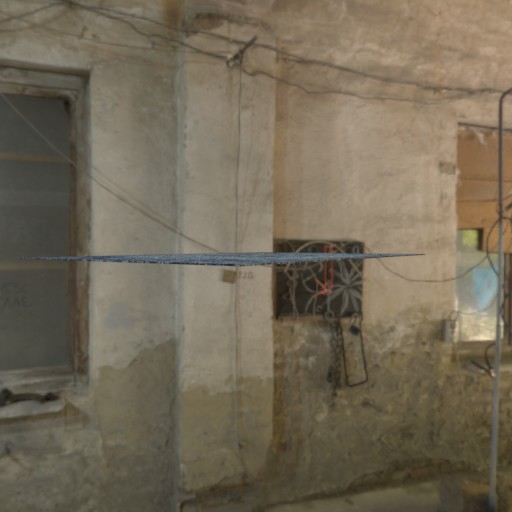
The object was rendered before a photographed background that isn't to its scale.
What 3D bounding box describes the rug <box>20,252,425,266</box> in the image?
[{"bbox_3d":[0.000,0.000,2.311,1.219,0.005,1.828,1,2,36],"label":"rug"}]
